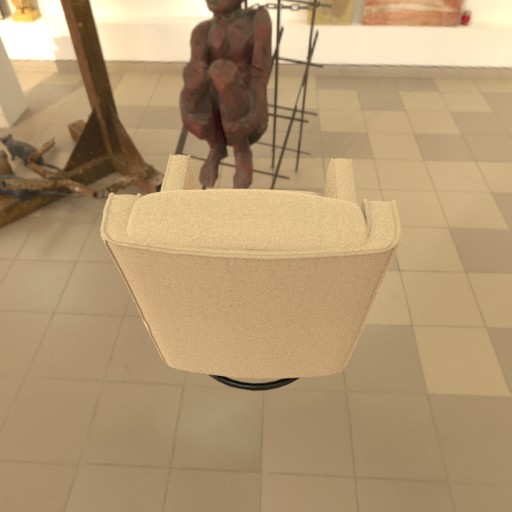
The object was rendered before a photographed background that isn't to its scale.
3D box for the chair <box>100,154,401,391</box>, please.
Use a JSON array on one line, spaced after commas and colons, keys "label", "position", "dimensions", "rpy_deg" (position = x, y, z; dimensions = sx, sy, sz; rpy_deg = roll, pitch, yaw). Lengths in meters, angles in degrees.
[{"label": "chair", "position": [0.000, 0.000, 1.569], "dimensions": [0.732, 0.993, 0.879], "rpy_deg": [2, 46, 2]}]
